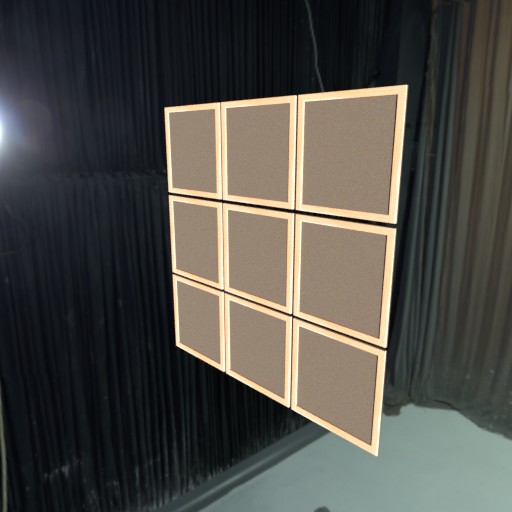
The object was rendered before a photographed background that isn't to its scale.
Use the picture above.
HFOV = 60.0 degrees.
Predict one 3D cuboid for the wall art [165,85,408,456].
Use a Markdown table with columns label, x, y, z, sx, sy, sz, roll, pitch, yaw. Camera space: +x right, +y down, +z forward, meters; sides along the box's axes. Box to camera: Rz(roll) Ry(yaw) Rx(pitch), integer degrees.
| label | x | y | z | sx | sy | sz | roll | pitch | yaw |
| --- | --- | --- | --- | --- | --- | --- | --- | --- | --- |
| wall art | 0.000 | 0.000 | 1.819 | 0.013 | 1.218 | 1.216 | -14 | 20 | -43 |
